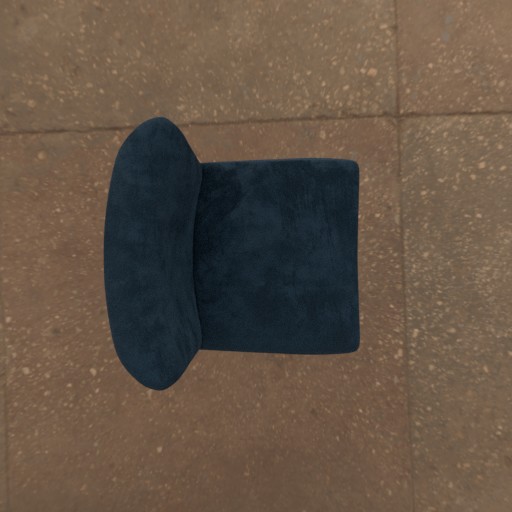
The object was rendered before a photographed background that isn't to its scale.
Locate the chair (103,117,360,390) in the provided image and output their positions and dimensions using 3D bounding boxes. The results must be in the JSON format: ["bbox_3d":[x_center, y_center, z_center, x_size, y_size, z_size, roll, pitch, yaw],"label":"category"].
[{"bbox_3d":[0.000,0.000,1.185,0.560,0.824,0.530,0,89,0],"label":"chair"}]
